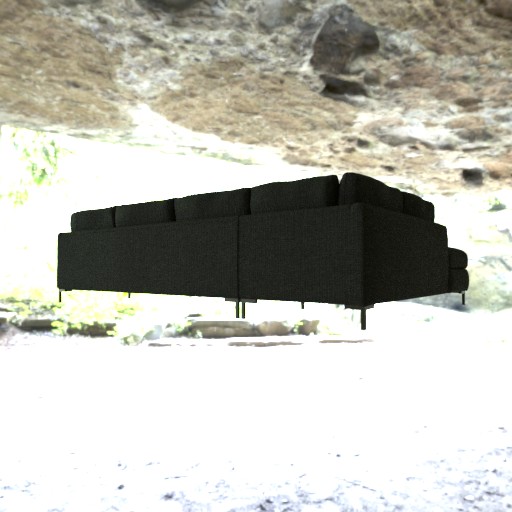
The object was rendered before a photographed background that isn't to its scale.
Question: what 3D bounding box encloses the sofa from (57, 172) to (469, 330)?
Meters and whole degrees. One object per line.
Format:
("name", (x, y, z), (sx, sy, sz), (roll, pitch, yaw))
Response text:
("sofa", (0.000, 0.000, 3.791), (2.949, 0.815, 2.007), (-1, -2, 38))
